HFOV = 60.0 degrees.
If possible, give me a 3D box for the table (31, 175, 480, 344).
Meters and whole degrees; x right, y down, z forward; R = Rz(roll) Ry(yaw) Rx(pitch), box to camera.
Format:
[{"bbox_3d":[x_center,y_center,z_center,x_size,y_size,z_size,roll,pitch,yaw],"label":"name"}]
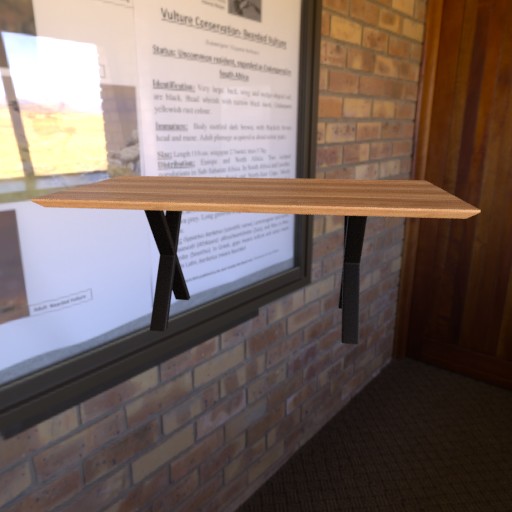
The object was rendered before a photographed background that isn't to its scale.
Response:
[{"bbox_3d":[0.000,0.000,2.533,2.000,0.770,1.000,2,17,8],"label":"table"}]
